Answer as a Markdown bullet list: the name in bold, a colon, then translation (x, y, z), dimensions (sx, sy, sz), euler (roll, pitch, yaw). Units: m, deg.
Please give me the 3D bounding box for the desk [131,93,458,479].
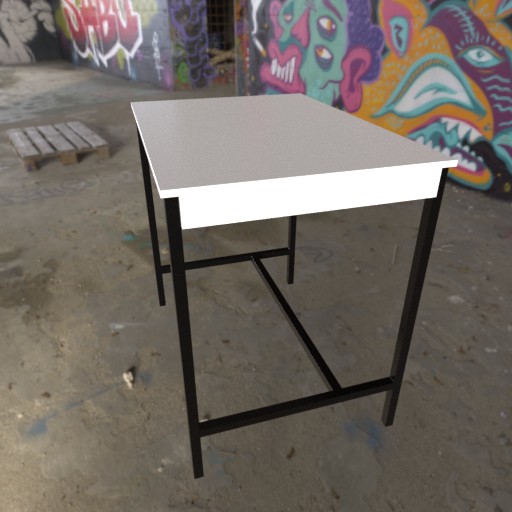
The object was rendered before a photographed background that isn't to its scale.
- **desk**: translation (0.000, 0.000, 1.312), dimensions (0.573, 0.766, 0.811), euler (-8, 30, -15)
